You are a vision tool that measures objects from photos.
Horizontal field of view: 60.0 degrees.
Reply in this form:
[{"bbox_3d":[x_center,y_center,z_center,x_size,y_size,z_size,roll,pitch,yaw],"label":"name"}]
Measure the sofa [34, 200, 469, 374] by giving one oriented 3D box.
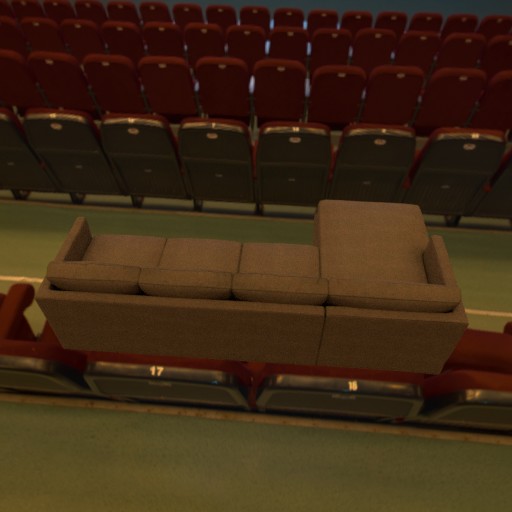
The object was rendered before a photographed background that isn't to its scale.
[{"bbox_3d":[0.000,0.000,3.962,3.205,0.922,1.650,3,46,3],"label":"sofa"}]
